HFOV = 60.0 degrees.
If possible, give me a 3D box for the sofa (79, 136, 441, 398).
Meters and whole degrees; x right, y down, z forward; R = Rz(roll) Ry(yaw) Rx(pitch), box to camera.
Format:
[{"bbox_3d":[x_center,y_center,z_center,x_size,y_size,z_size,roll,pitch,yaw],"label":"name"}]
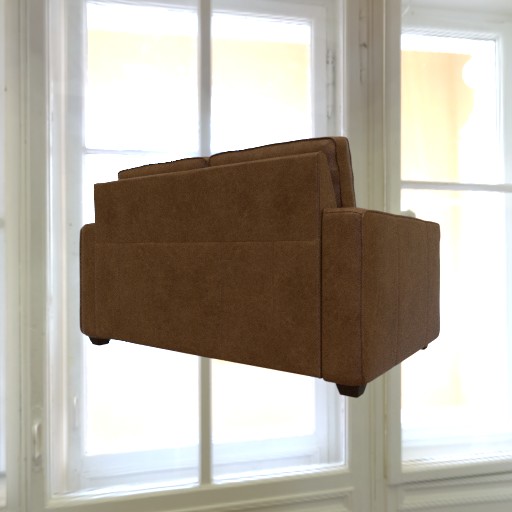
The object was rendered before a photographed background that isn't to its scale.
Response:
[{"bbox_3d":[0.000,0.000,2.185,1.532,0.896,1.020,1,1,35],"label":"sofa"}]
